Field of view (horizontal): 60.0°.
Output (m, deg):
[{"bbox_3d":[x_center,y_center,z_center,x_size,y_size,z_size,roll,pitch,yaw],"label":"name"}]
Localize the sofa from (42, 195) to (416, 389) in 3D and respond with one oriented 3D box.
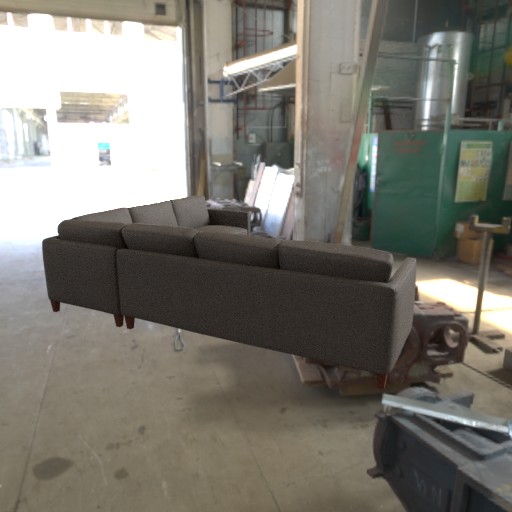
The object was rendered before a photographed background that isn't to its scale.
[{"bbox_3d":[0.000,0.000,4.618,3.302,0.947,2.593,7,15,26],"label":"sofa"}]
